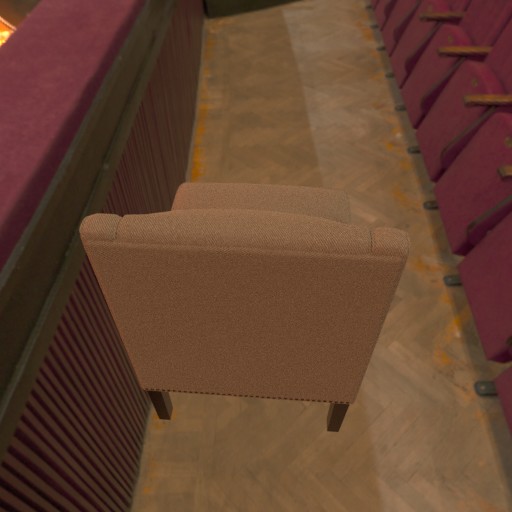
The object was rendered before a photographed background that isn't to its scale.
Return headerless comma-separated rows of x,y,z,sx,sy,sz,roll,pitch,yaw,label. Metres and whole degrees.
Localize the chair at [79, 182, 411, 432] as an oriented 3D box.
0.000,0.000,1.370,0.628,0.872,0.748,3,47,3,chair
